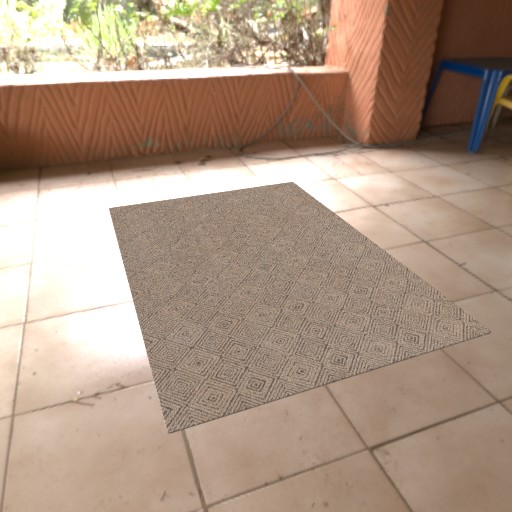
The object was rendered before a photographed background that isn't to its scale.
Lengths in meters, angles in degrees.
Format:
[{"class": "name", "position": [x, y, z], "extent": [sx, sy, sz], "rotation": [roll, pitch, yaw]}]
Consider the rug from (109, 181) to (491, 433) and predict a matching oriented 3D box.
[{"class": "rug", "position": [0.000, 0.000, 2.813], "extent": [1.593, 0.008, 2.238], "rotation": [-11, 32, -19]}]
